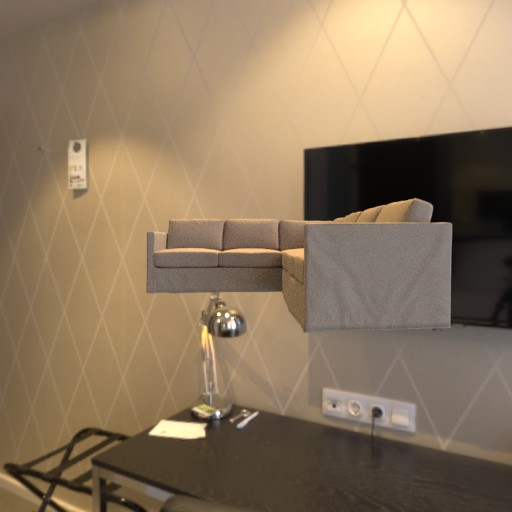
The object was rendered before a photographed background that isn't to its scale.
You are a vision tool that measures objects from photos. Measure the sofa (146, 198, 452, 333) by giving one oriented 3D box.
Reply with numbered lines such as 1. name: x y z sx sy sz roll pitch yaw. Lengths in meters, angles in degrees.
1. sofa: 0.000 0.000 4.327 2.432 0.871 3.182 0 2 0
